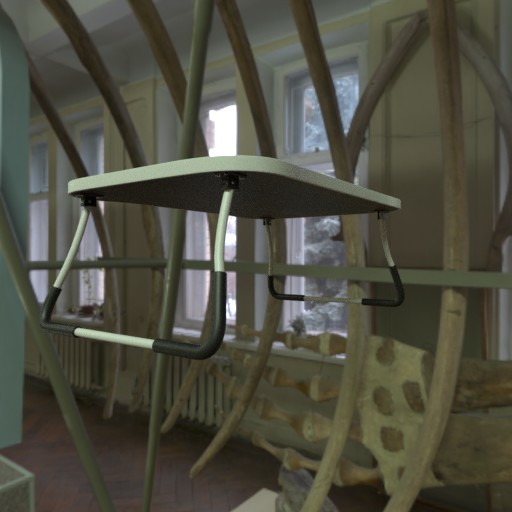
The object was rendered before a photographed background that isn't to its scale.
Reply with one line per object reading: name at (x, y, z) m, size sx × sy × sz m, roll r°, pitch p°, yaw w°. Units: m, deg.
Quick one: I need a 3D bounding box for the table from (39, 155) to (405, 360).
table at (0.000, 0.000, 0.840) m, size 0.400 × 0.232 × 0.660 m, roll 0°, pitch 0°, yaw 36°
